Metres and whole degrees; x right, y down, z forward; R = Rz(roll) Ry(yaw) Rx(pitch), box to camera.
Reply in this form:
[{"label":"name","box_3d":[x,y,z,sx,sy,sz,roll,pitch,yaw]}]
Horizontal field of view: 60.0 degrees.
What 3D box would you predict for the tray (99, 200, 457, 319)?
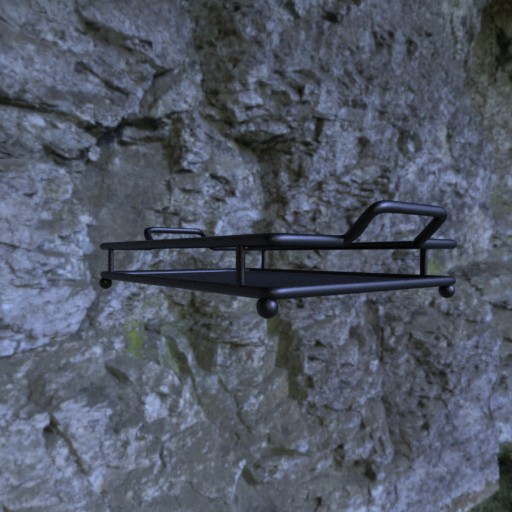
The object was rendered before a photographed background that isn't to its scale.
[{"label":"tray","box_3d":[0.000,0.000,0.607,0.297,0.101,0.495,0,0,-38]}]
